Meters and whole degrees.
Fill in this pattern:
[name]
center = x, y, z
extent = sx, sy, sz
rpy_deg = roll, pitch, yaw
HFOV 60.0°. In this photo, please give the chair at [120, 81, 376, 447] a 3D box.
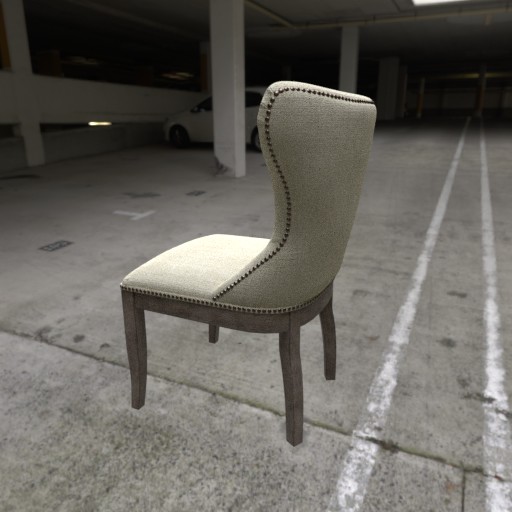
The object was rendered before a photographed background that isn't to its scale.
[chair]
center = 0.000, 0.000, 1.432
extent = 0.681, 1.002, 0.654
rpy_deg = 8, 19, 24
